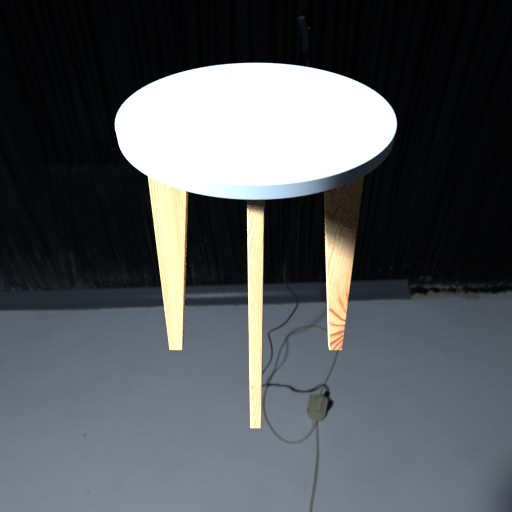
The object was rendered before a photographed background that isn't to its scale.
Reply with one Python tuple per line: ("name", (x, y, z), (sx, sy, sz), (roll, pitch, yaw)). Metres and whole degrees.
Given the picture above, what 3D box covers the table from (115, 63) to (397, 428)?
("table", (0.000, 0.000, 0.732), (0.350, 0.500, 0.350), (0, 42, 0))
